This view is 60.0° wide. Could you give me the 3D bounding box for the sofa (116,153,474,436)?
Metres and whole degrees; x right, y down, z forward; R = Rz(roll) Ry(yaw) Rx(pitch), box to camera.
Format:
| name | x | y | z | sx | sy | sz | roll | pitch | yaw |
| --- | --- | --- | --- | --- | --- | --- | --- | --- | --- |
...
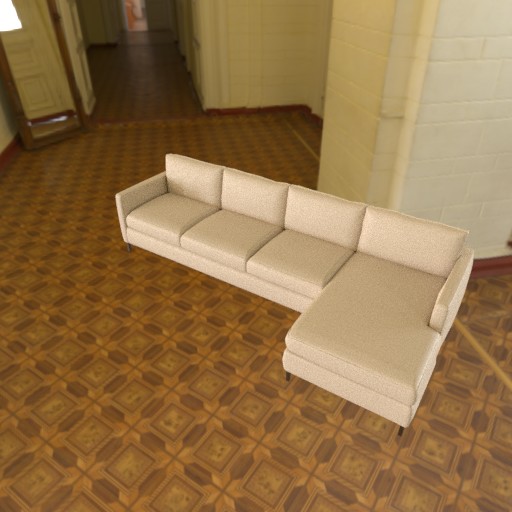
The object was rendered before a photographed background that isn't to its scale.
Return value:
| name | x | y | z | sx | sy | sz | roll | pitch | yaw |
| --- | --- | --- | --- | --- | --- | --- | --- | --- | --- |
| sofa | 0.000 | 0.000 | 3.227 | 2.731 | 0.755 | 1.258 | 20 | 38 | 28 |
